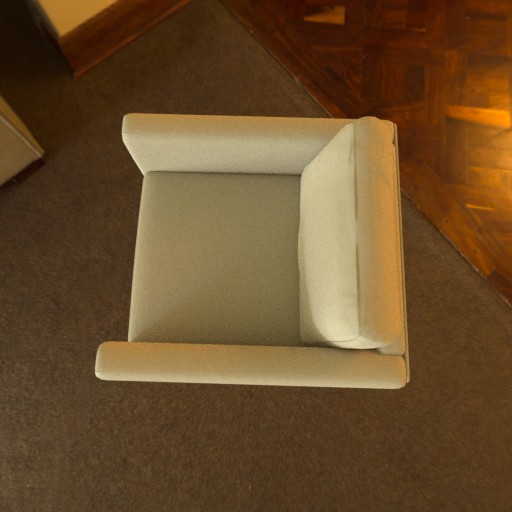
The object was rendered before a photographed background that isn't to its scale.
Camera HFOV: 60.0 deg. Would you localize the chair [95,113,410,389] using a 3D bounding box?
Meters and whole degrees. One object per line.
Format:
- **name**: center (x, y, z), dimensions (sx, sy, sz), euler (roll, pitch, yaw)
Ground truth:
- **chair**: center (0.000, 0.000, 1.668), dimensions (0.959, 0.838, 0.914), euler (2, 76, 0)
